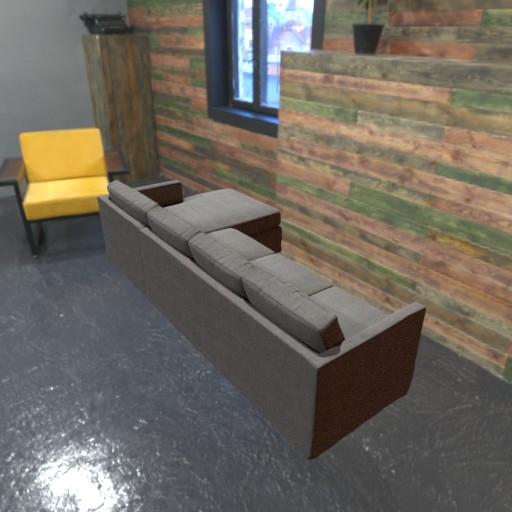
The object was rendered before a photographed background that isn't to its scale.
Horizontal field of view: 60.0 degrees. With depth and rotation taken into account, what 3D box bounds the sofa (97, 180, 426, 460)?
[{"bbox_3d":[0.000,0.000,3.900,1.650,0.922,3.205,-19,33,-33],"label":"sofa"}]
